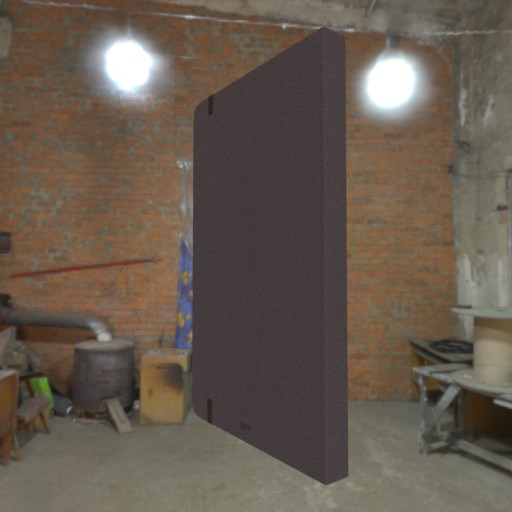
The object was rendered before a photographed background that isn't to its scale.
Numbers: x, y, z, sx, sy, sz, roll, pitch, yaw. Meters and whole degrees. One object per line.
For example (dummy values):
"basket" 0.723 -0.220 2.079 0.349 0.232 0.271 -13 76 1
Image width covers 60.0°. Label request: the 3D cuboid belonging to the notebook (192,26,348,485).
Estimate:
"notebook" 0.000 0.000 0.260 0.016 0.213 0.127 1 -2 -37
